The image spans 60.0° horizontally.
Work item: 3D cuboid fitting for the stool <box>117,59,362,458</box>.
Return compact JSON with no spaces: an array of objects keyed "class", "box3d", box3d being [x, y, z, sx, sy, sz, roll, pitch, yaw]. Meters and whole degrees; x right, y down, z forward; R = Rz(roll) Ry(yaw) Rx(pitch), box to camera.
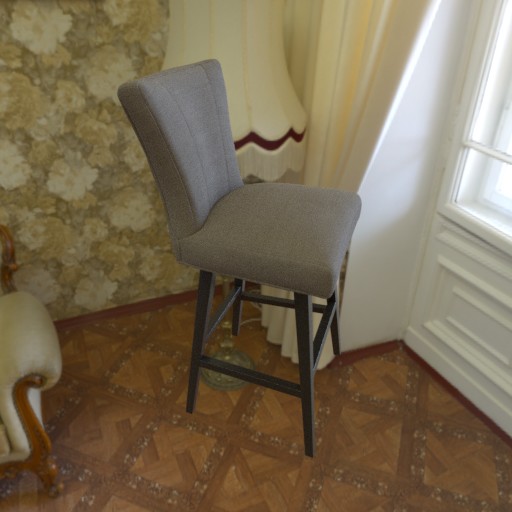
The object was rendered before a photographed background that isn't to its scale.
[{"class":"stool","box3d":[0.000,0.000,1.406,0.574,1.086,0.514,10,32,16]}]
